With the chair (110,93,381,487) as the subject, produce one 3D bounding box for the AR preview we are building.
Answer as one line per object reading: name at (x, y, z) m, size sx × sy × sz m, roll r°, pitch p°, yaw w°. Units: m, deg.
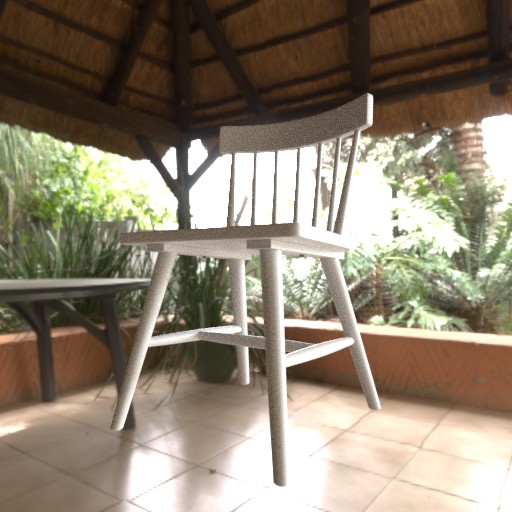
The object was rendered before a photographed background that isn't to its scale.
chair at (0.000, 0.000, 1.076) m, size 0.483 × 0.787 × 0.500 m, roll -1°, pitch -1°, yaw 35°
